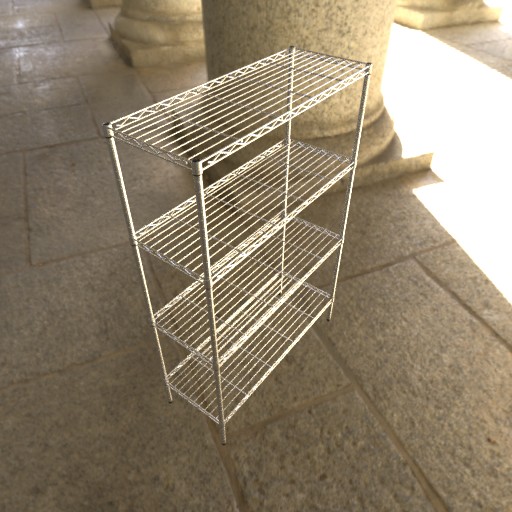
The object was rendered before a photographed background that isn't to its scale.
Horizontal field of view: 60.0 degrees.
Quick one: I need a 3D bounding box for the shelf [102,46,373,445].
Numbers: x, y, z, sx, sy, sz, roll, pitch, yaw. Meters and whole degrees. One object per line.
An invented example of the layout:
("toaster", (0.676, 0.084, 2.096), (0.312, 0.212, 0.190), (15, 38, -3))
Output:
("shelf", (0.000, 0.000, 1.811), (0.352, 1.360, 0.907), (27, 47, 28))
